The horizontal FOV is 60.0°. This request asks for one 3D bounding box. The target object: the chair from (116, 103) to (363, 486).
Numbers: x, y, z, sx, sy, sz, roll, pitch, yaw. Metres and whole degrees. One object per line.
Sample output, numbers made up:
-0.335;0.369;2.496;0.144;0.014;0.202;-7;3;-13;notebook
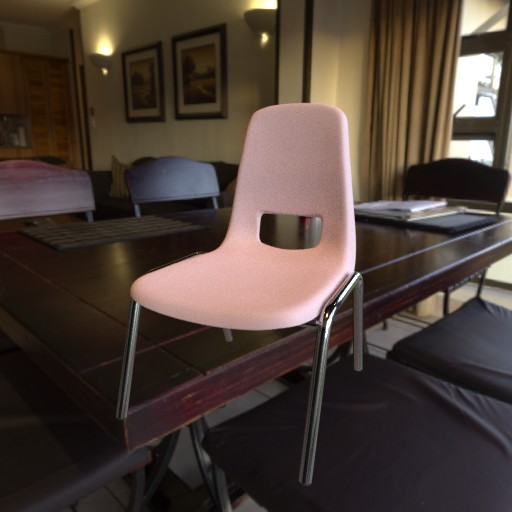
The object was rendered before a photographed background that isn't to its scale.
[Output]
0.000;0.000;0.783;0.354;0.536;0.385;7;16;26;chair
